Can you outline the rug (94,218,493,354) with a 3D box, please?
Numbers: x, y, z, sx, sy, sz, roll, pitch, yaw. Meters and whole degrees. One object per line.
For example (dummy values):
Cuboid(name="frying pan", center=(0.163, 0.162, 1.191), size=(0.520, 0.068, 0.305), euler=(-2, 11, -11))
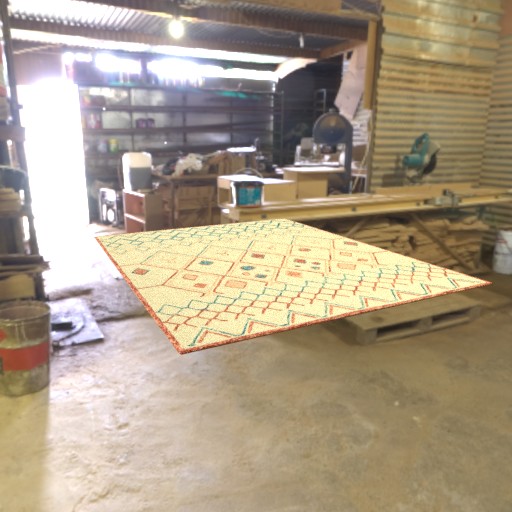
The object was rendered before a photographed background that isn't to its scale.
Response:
Cuboid(name="rug", center=(0.000, 0.000, 4.099), size=(2.441, 0.016, 3.050), euler=(-8, 17, -26))
